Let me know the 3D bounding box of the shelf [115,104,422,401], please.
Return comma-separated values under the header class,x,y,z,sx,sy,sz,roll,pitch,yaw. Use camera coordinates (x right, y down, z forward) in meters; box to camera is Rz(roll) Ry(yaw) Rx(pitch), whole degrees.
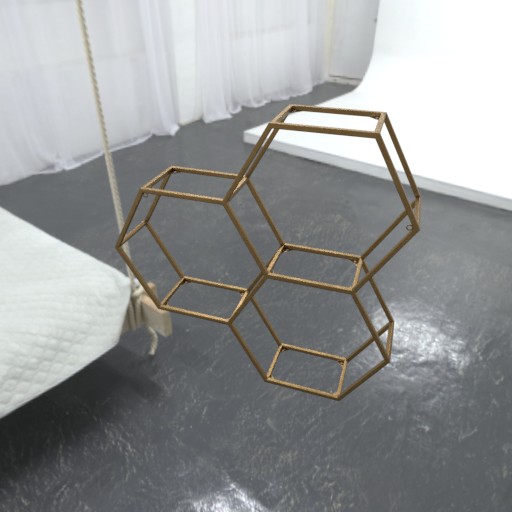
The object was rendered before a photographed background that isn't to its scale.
class,x,y,z,sx,sy,sz,roll,pitch,yaw
shelf,0.000,0.000,1.091,0.708,0.701,0.150,10,34,16
